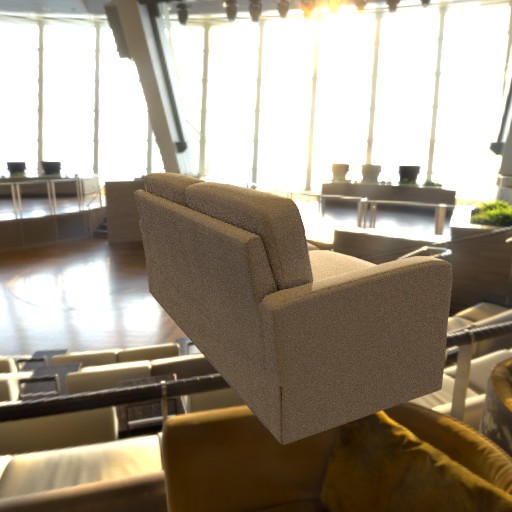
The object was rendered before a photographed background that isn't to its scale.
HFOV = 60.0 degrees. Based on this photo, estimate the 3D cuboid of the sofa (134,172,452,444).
[{"bbox_3d":[0.000,0.000,2.337,0.894,0.831,1.808,-7,16,-26],"label":"sofa"}]
